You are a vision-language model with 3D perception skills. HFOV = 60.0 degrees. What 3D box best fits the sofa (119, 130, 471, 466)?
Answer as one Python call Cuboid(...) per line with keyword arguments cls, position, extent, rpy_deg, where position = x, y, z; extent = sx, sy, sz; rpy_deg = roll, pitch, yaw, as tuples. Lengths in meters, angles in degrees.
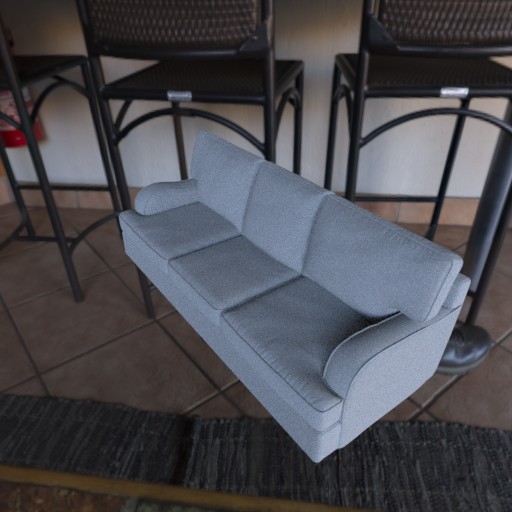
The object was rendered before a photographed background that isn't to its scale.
Cuboid(cls="sofa", position=(0.000, 0.000, 2.881), extent=(1.016, 0.997, 2.323), rpy_deg=(-22, 39, -30))
